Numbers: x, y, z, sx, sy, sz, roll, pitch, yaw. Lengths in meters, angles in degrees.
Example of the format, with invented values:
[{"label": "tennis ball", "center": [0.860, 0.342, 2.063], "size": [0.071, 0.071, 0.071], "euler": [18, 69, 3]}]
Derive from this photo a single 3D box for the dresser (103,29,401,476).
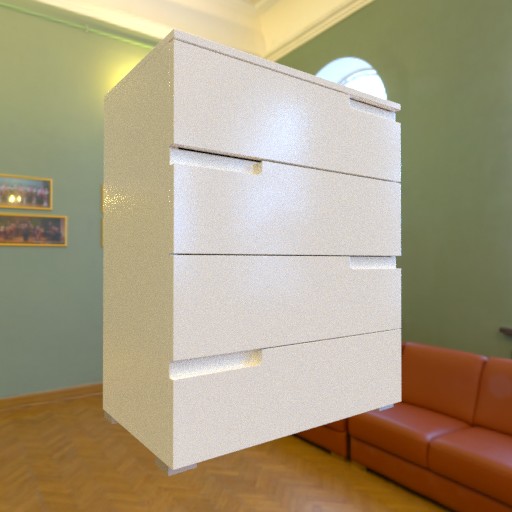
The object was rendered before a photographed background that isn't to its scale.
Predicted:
[{"label": "dresser", "center": [0.000, 0.000, 1.134], "size": [0.650, 0.800, 0.400], "euler": [0, -1, -36]}]
